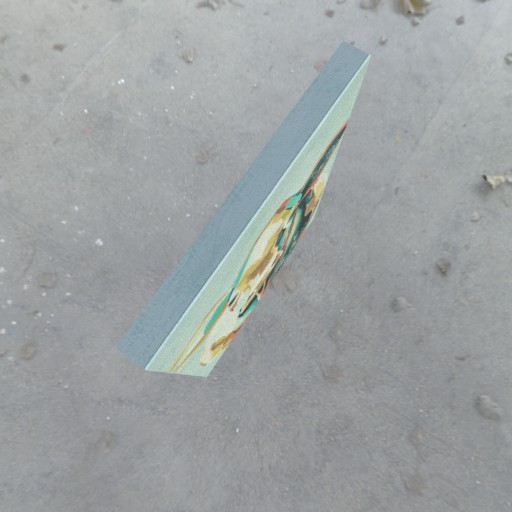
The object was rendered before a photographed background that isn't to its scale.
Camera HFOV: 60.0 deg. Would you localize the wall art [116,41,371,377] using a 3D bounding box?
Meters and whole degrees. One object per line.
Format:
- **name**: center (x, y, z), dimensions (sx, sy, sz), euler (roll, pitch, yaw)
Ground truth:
- **wall art**: center (0.000, 0.000, 0.694), dimensions (0.037, 0.509, 0.409), euler (33, 77, 9)
